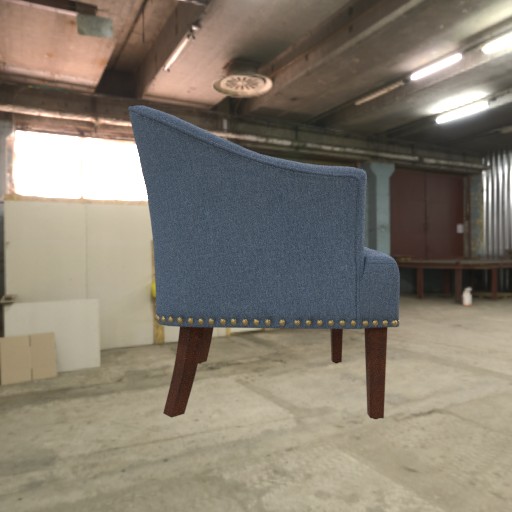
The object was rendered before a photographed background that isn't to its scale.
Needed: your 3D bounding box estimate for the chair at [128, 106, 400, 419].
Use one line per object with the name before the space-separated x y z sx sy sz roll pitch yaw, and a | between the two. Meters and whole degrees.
chair | 0.000 0.000 1.402 0.704 0.815 0.772 0 0 0
